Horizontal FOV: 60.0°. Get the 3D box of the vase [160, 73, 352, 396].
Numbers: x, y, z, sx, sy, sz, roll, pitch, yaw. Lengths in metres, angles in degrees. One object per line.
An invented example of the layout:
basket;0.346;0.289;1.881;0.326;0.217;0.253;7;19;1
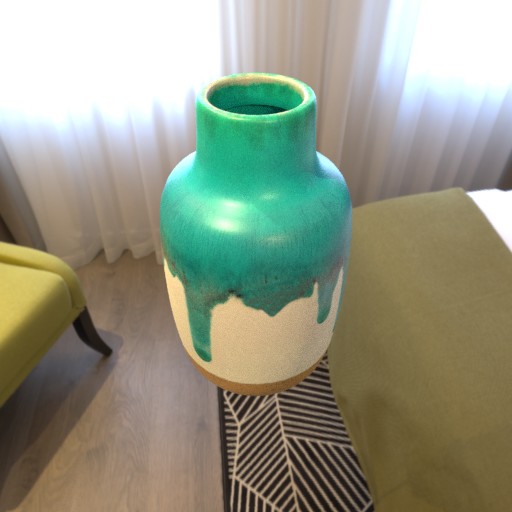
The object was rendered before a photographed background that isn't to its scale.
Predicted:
vase;0.000;0.000;0.258;0.106;0.192;0.106;0;42;0
